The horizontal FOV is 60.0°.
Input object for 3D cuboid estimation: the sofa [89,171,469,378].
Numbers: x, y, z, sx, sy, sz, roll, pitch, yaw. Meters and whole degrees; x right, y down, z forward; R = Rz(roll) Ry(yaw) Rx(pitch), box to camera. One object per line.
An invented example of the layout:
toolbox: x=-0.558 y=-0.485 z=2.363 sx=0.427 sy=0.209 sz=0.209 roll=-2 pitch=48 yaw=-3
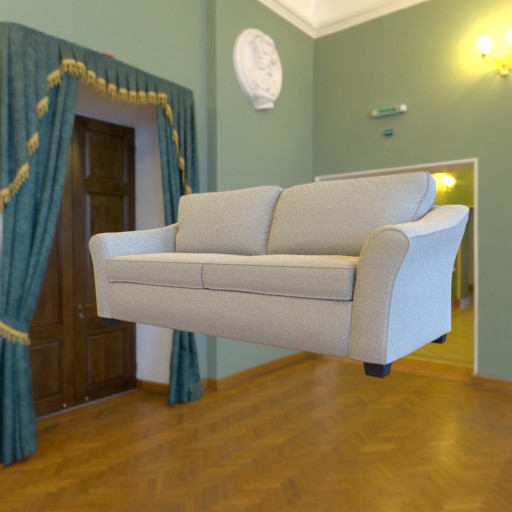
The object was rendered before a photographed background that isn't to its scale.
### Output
sofa: x=0.000 y=0.000 z=2.759 sx=2.270 sy=0.965 sz=0.980 roll=1 pitch=2 yaw=38
